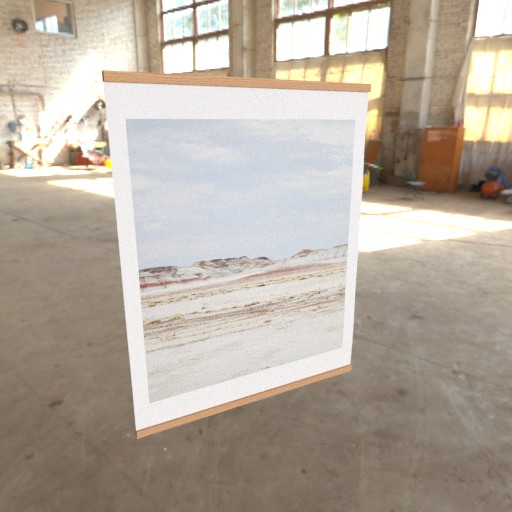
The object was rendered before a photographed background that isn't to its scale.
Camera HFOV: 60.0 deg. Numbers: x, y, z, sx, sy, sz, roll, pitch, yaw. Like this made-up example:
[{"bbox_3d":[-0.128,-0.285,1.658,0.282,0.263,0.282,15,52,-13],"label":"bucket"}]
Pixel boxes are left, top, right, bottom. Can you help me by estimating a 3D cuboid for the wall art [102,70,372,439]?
[{"bbox_3d":[0.000,0.000,0.679,0.404,0.507,0.010,-9,19,-27],"label":"wall art"}]
